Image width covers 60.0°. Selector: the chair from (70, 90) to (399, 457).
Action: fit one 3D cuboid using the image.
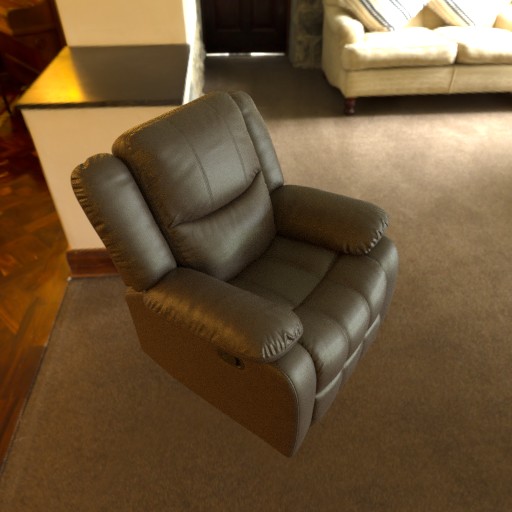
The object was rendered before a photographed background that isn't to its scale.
[{"bbox_3d":[0.000,0.000,1.700,0.934,1.009,0.899,25,46,27],"label":"chair"}]
